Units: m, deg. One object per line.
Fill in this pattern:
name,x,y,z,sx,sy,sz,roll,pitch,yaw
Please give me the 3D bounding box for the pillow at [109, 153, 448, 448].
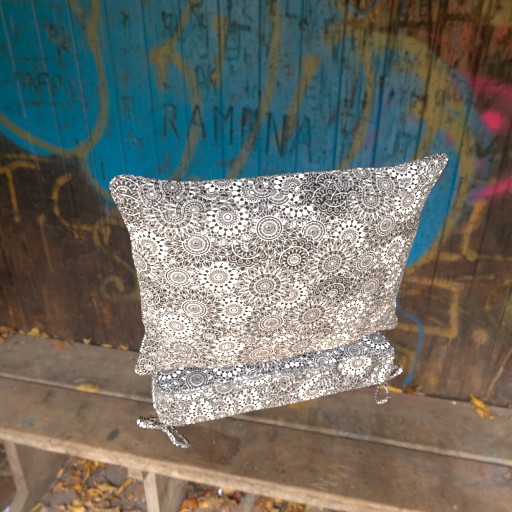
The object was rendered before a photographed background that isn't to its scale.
pillow,0.000,0.000,1.346,0.798,0.722,0.740,-7,28,-14
